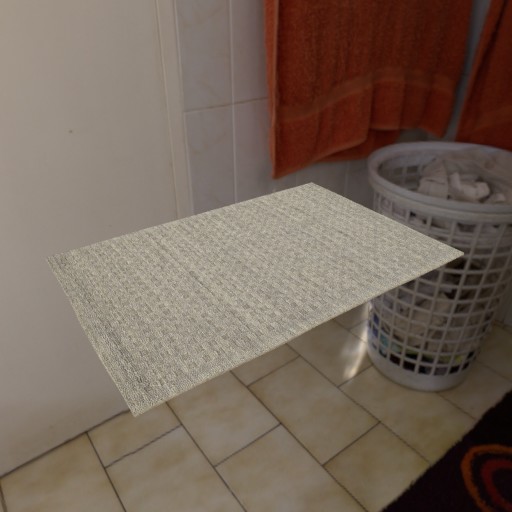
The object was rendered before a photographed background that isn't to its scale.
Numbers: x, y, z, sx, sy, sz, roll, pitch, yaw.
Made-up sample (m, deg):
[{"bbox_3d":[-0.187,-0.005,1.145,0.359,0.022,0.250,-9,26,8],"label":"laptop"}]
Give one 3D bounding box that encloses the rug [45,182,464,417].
[{"bbox_3d":[0.000,0.000,2.912,2.297,0.018,1.532,-20,36,-29],"label":"rug"}]
